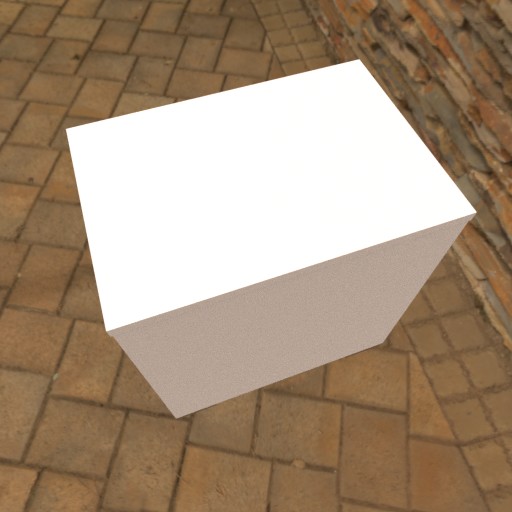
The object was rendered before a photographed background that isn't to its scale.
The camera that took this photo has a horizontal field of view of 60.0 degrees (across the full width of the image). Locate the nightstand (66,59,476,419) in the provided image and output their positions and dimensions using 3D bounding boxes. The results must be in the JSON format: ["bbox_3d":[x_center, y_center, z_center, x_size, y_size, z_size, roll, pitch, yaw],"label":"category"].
[{"bbox_3d":[0.000,0.000,0.765,0.441,0.460,0.325,-17,60,-10],"label":"nightstand"}]
